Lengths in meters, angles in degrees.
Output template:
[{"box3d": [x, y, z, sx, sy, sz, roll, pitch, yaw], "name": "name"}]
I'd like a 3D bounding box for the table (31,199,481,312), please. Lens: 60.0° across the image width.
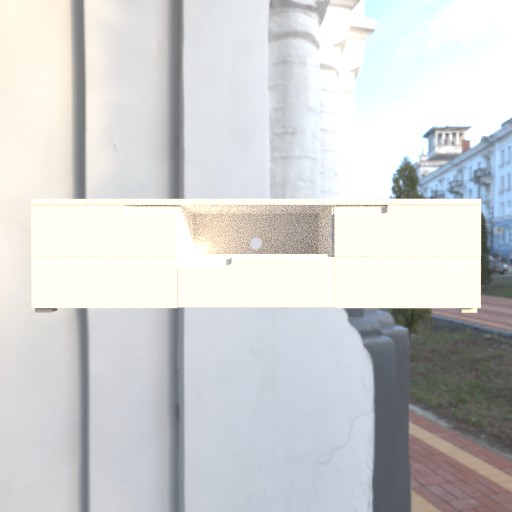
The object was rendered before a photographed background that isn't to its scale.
[{"box3d": [0.000, 0.000, 1.821, 1.650, 0.420, 0.390, 0, 0, 0], "name": "table"}]
